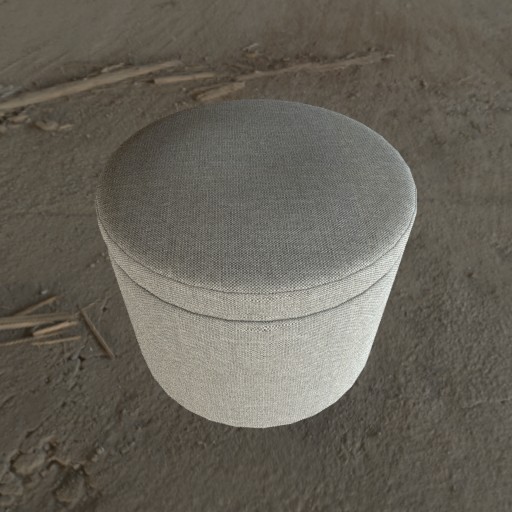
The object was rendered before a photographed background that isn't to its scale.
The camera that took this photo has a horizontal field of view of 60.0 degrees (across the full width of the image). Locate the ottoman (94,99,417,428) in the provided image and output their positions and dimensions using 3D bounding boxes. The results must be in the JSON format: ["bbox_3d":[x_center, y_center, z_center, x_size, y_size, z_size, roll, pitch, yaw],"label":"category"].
[{"bbox_3d":[0.000,0.000,0.835,0.500,0.419,0.500,0,46,0],"label":"ottoman"}]
